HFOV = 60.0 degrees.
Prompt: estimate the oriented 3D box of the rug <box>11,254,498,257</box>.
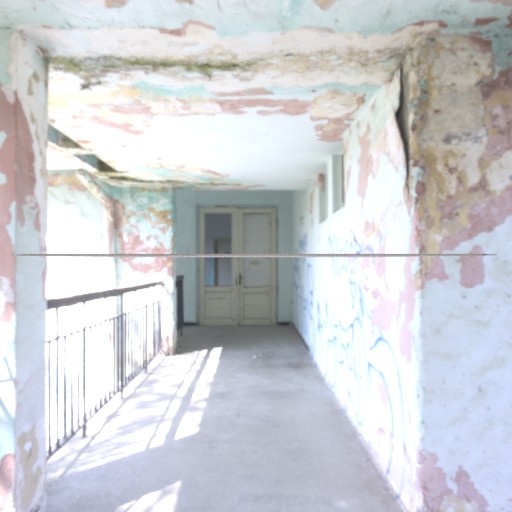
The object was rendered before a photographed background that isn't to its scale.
[{"bbox_3d":[0.000,0.000,3.958,3.043,0.013,2.444,0,0,1],"label":"rug"}]
